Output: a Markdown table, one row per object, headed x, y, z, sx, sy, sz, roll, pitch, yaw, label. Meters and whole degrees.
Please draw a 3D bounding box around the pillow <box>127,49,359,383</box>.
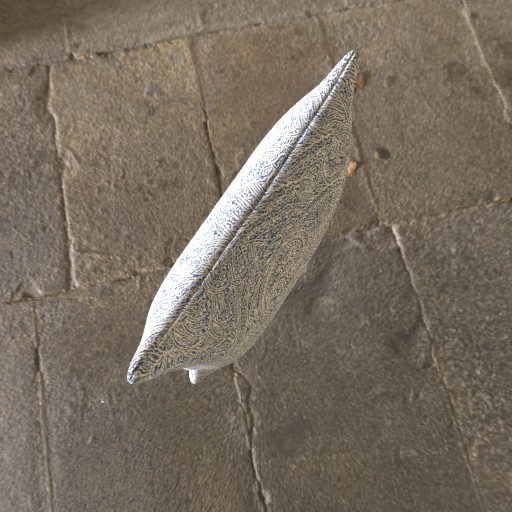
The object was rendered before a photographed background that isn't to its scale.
| x | y | z | sx | sy | sz | roll | pitch | yaw | label |
| --- | --- | --- | --- | --- | --- | --- | --- | --- | --- |
| 0.000 | 0.000 | 0.787 | 0.166 | 0.510 | 0.523 | 32 | 78 | 8 | pillow |
